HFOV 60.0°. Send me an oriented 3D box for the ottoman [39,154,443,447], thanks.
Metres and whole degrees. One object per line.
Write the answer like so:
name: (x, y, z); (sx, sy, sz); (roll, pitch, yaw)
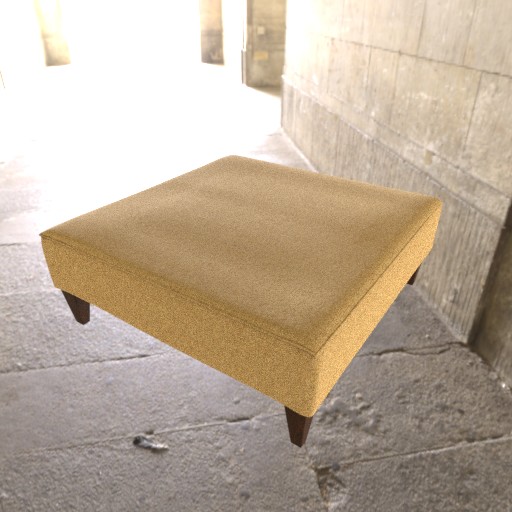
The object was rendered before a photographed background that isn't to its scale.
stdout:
ottoman: (0.000, 0.000, 1.540); (0.970, 0.378, 0.981); (19, 35, 29)
